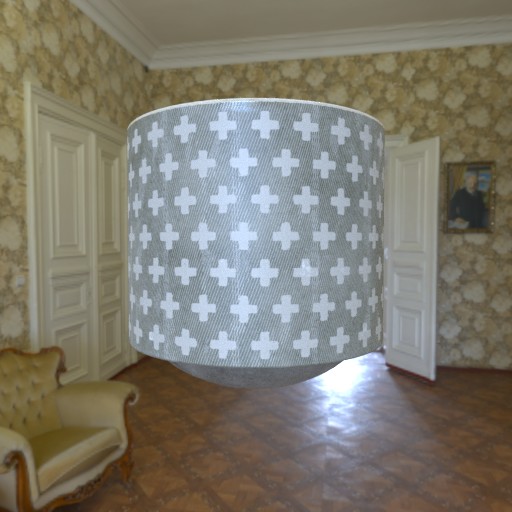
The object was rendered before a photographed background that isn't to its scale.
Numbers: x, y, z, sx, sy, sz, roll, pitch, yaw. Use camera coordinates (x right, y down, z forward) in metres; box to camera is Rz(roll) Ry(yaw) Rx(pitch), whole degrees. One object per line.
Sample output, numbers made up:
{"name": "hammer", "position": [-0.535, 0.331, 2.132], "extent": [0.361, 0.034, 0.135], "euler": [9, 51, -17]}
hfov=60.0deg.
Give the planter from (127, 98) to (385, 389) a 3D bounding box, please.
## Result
{"name": "planter", "position": [0.000, 0.000, 0.343], "extent": [0.190, 0.181, 0.190], "euler": [0, 2, 0]}
